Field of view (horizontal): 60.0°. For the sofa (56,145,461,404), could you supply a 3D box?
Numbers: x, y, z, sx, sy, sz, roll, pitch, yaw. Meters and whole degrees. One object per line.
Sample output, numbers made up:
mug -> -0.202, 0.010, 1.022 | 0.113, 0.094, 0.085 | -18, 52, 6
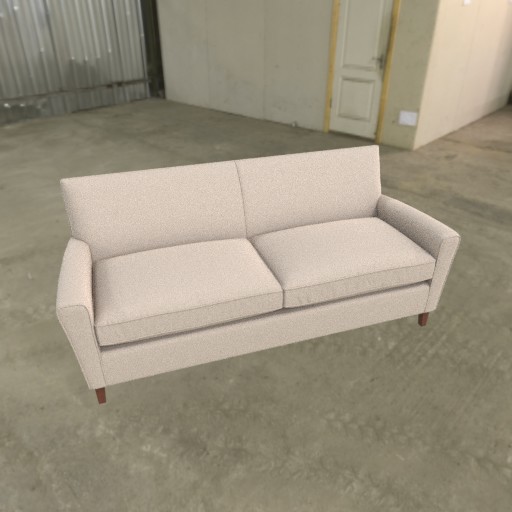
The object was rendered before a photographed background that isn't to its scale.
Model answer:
sofa -> 0.000, 0.000, 2.470 | 2.000, 0.846, 0.875 | -10, 32, -16
